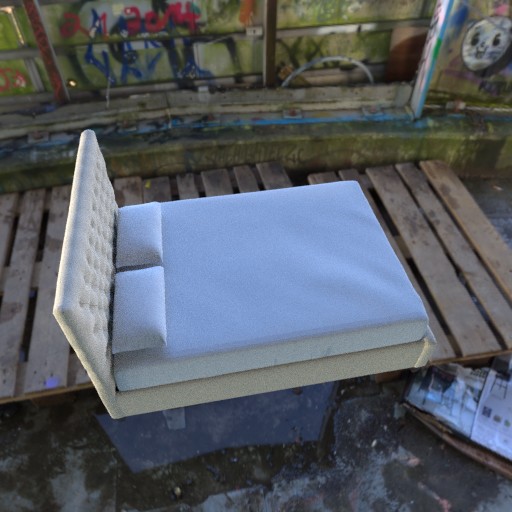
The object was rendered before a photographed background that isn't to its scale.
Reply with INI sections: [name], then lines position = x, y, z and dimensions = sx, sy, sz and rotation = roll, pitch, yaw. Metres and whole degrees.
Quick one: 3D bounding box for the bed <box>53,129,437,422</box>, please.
[bed]
position = 0.000, 0.000, 3.406
dimensions = 2.387, 1.427, 1.698
rotation = -7, 48, -7
